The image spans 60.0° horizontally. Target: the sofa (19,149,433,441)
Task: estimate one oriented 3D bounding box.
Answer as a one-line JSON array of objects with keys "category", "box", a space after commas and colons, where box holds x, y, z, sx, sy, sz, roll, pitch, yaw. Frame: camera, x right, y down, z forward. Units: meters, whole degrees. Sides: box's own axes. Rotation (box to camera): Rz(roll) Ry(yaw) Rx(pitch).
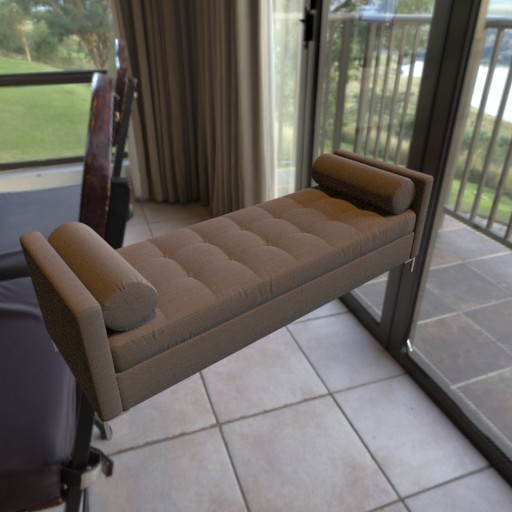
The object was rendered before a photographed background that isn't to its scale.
[{"category": "sofa", "box": [0.000, 0.000, 2.285, 1.981, 0.635, 0.686, -22, 37, -33]}]
